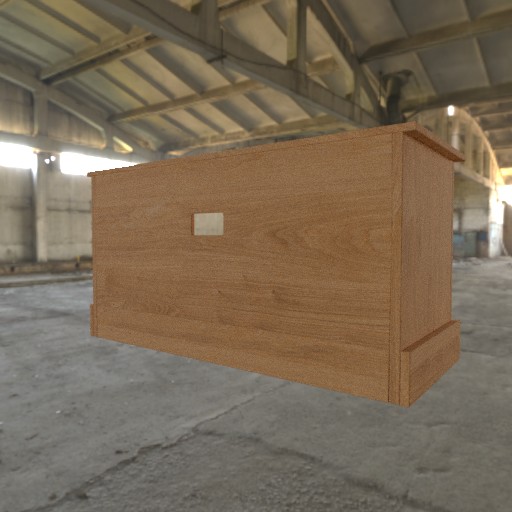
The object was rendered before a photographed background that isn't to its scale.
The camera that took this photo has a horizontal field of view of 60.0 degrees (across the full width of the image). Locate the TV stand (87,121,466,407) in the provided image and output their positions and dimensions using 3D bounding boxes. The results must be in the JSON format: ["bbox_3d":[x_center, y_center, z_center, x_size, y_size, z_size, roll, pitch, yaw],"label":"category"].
[{"bbox_3d":[0.000,0.000,1.344,1.080,0.550,0.440,2,3,37],"label":"TV stand"}]
